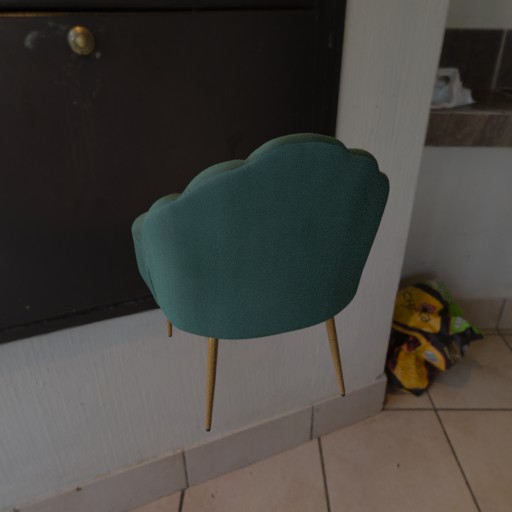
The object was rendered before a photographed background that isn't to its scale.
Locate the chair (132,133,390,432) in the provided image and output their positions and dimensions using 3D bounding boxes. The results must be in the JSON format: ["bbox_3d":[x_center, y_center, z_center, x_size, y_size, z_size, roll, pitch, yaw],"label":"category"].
[{"bbox_3d":[0.000,0.000,1.276,0.657,0.819,0.599,-9,30,-16],"label":"chair"}]
